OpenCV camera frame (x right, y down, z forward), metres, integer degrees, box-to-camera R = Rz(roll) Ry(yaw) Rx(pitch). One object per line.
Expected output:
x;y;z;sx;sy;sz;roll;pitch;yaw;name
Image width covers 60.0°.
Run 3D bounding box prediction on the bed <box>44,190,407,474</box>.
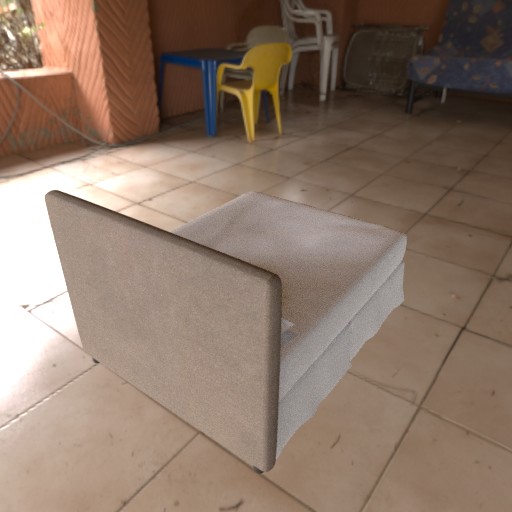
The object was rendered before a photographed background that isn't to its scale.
0.000;0.000;3.264;1.723;1.330;2.142;20;36;31;bed
